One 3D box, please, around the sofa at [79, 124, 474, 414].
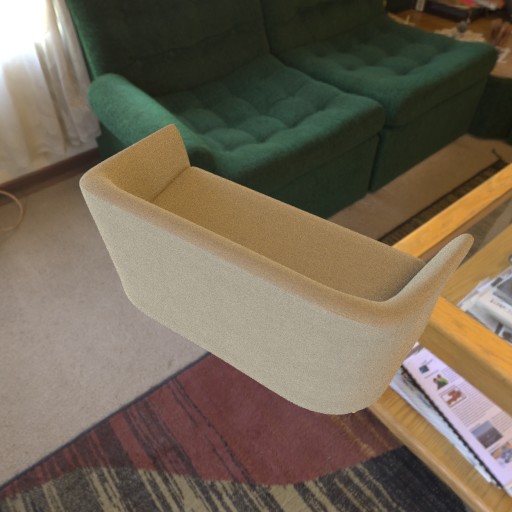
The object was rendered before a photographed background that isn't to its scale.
[{"bbox_3d":[0.000,0.000,1.837,1.452,0.721,0.705,25,51,22],"label":"sofa"}]
